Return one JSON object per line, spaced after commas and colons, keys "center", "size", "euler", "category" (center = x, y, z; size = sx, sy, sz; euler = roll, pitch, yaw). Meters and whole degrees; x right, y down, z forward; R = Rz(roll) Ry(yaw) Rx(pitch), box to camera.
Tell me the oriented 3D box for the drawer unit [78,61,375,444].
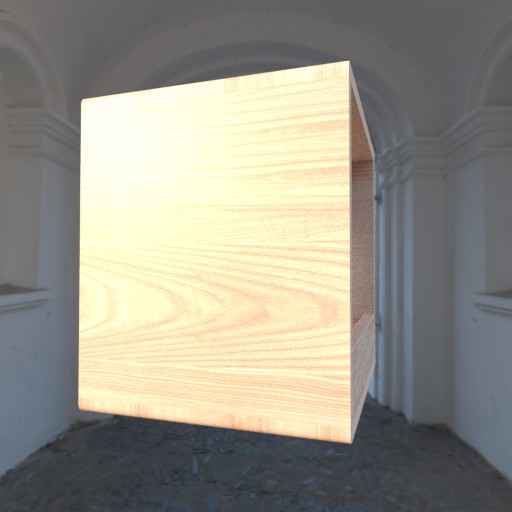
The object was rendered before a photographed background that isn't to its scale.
{"center": [0.000, 0.000, 0.600], "size": [0.290, 0.344, 0.344], "euler": [0, -1, 19], "category": "drawer unit"}
